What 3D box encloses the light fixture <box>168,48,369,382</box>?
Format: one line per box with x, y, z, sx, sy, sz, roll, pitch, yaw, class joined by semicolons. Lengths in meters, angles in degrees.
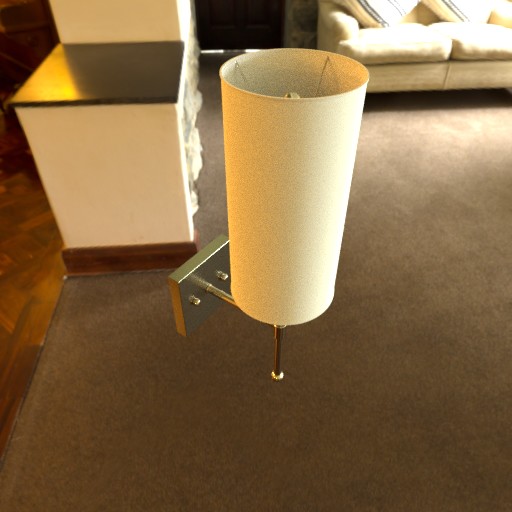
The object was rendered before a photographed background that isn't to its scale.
0.000;0.000;0.550;0.208;0.462;0.128;25;47;26;light fixture
